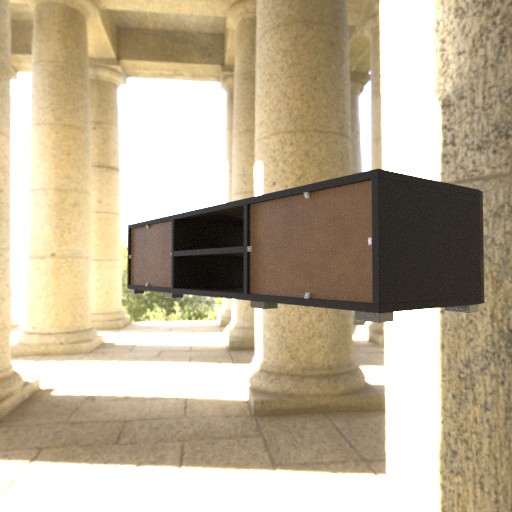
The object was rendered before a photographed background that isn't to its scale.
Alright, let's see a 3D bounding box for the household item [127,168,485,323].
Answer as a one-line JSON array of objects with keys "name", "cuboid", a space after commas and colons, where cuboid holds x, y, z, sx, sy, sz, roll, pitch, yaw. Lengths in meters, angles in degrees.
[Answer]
[{"name": "household item", "cuboid": [0.000, 0.000, 1.573, 0.420, 0.310, 1.400, 1, -2, -36]}]
